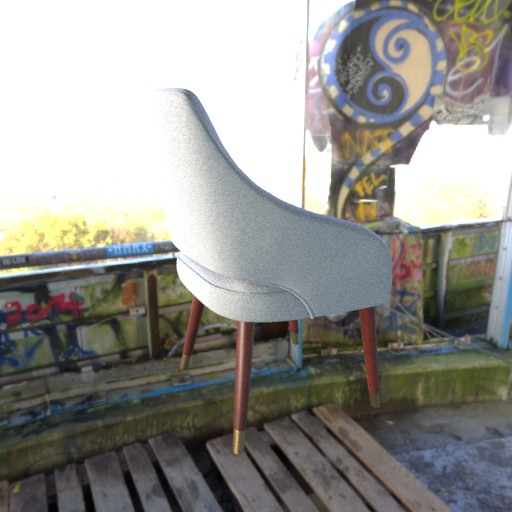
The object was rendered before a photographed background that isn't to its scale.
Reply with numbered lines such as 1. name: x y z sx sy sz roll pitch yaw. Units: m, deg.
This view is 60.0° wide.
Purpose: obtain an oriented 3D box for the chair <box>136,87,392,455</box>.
1. chair: 0.000 0.000 1.309 0.600 0.889 0.609 -7 16 -25
